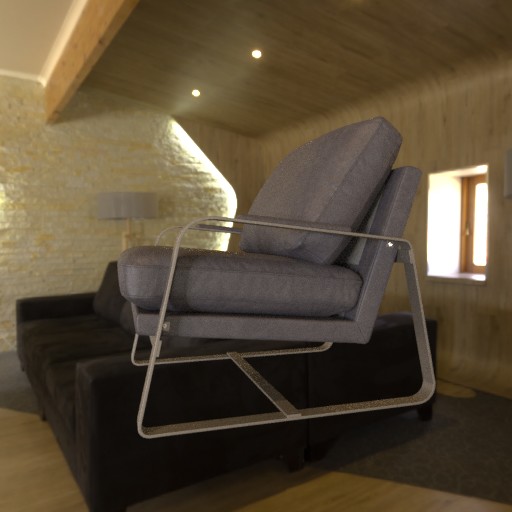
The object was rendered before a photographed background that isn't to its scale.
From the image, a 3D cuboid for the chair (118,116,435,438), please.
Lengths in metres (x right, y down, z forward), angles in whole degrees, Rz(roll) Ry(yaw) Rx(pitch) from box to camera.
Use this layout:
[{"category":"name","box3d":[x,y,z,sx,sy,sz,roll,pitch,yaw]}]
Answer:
[{"category":"chair","box3d":[0.000,0.000,1.475,0.878,0.839,0.692,-1,2,-17]}]
